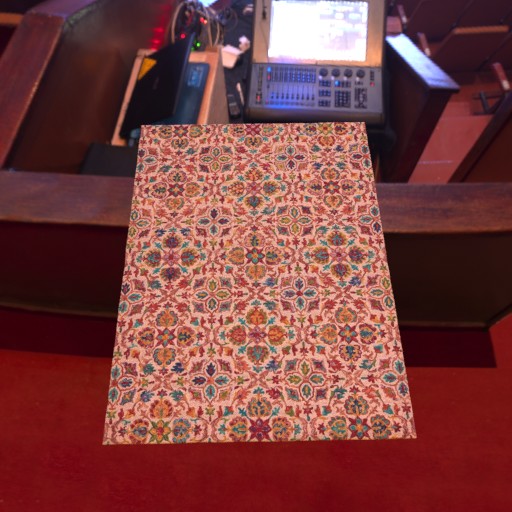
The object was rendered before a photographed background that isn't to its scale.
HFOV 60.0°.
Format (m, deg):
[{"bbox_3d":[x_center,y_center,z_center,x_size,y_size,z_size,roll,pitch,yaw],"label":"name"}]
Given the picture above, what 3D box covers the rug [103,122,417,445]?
[{"bbox_3d":[0.000,0.000,4.146,2.446,0.020,3.215,-1,64,0],"label":"rug"}]
